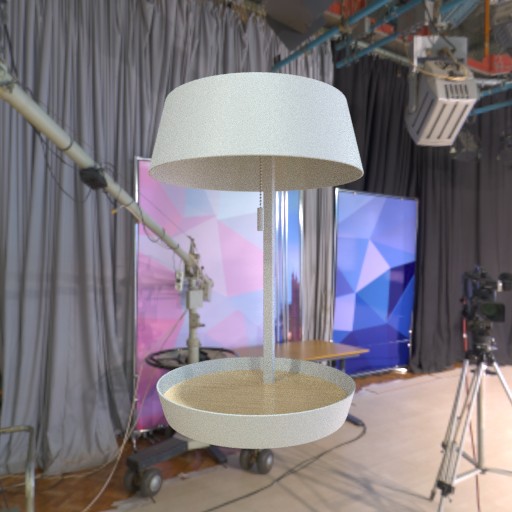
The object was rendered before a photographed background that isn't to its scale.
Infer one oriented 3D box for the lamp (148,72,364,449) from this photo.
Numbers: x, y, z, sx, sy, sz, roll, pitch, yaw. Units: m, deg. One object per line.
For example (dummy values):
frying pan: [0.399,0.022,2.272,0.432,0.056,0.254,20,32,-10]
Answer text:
lamp: [0.000,0.000,0.617,0.291,0.429,0.291,0,1,0]
